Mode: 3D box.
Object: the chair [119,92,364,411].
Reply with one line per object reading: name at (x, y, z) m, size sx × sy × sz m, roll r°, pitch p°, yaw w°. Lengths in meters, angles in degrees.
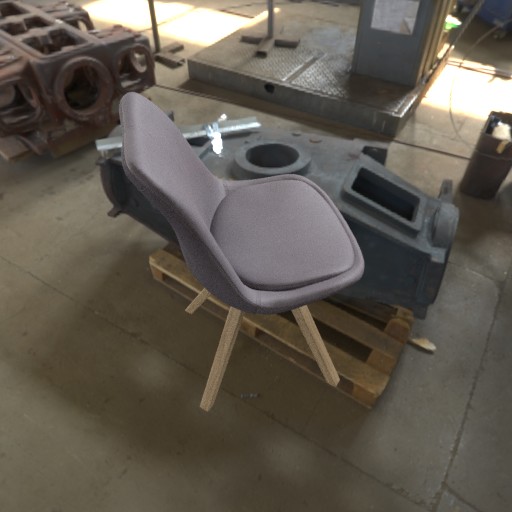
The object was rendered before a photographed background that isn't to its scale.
chair at (0.000, 0.000, 1.212) m, size 0.547 × 0.865 × 0.483 m, roll -10°, pitch 47°, yaw -9°
